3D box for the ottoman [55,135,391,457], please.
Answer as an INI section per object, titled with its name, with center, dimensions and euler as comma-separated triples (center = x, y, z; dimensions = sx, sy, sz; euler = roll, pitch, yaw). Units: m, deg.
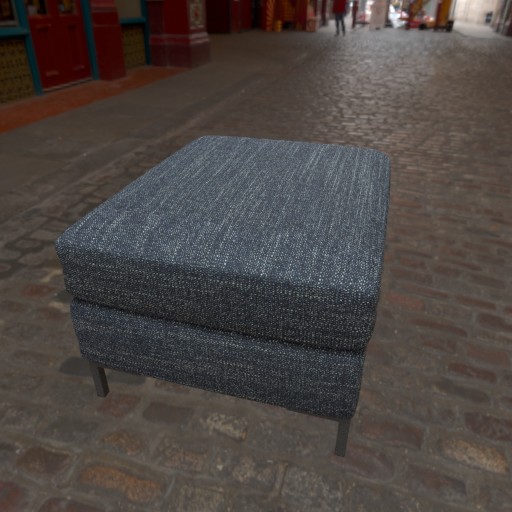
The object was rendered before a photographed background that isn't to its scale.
[ottoman]
center = 0.000, 0.000, 1.237
dimensions = 0.667, 0.491, 0.814
euler = 8, 32, 14
